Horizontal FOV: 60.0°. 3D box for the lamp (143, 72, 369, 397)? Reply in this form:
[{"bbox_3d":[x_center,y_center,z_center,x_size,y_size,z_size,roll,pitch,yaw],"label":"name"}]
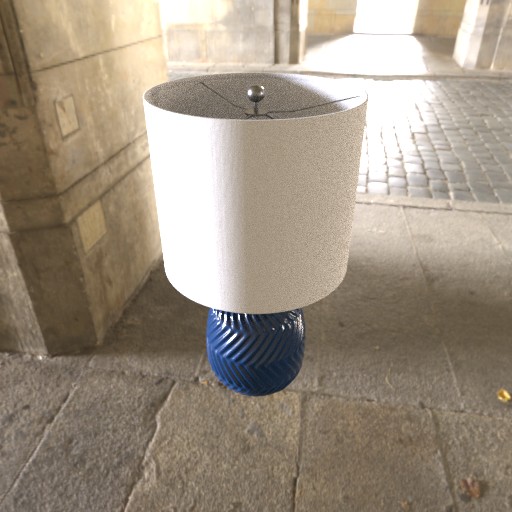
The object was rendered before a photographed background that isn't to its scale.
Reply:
[{"bbox_3d":[0.000,0.000,0.501,0.203,0.368,0.203,-21,38,-31],"label":"lamp"}]
